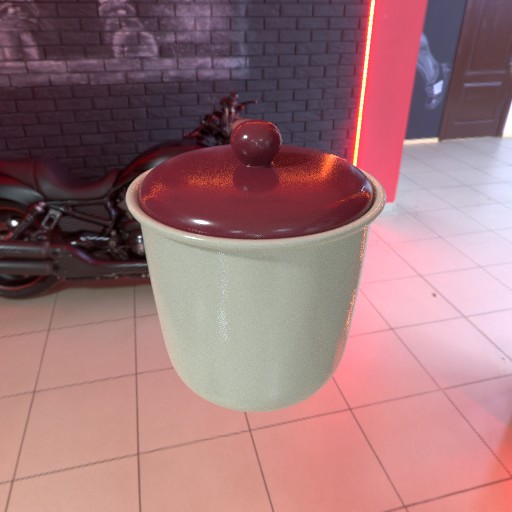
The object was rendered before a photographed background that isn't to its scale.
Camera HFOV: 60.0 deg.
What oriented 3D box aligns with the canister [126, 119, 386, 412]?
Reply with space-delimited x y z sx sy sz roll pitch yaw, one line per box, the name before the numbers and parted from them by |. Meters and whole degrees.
canister | 0.000 0.000 0.347 0.182 0.208 0.182 0 29 0
